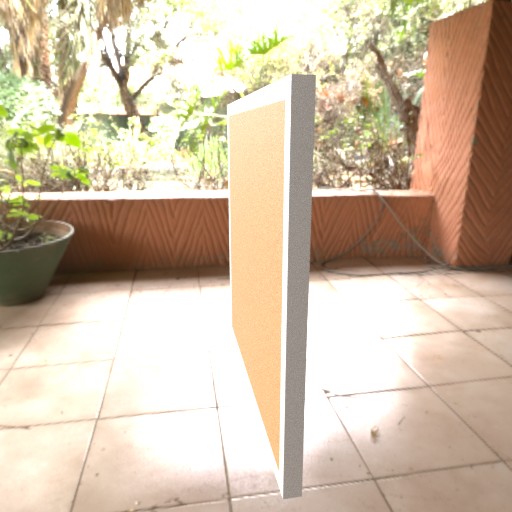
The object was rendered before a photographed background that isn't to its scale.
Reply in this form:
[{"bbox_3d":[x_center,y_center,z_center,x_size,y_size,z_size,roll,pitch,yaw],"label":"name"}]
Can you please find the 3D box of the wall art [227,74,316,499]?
[{"bbox_3d":[0.000,0.000,1.115,0.038,0.762,0.762,-3,16,-10],"label":"wall art"}]
